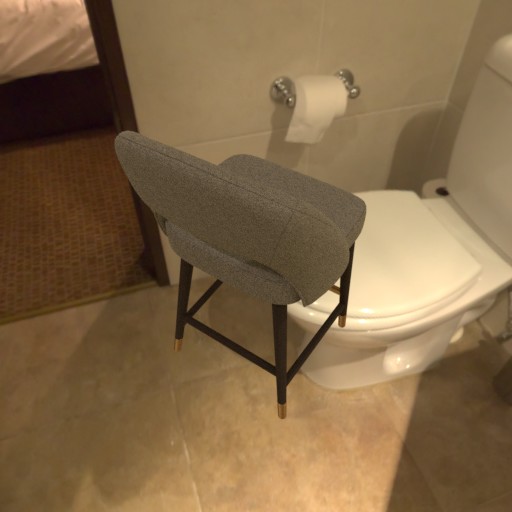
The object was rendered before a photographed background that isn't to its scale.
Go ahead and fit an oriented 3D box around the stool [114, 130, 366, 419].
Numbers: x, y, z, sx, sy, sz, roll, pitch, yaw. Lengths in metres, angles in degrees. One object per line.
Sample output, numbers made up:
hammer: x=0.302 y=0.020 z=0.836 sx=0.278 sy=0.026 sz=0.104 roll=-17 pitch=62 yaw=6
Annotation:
stool: x=0.000 y=0.000 z=1.276 sx=0.536 sy=0.925 sz=0.524 roll=26 pitch=51 yaw=23
